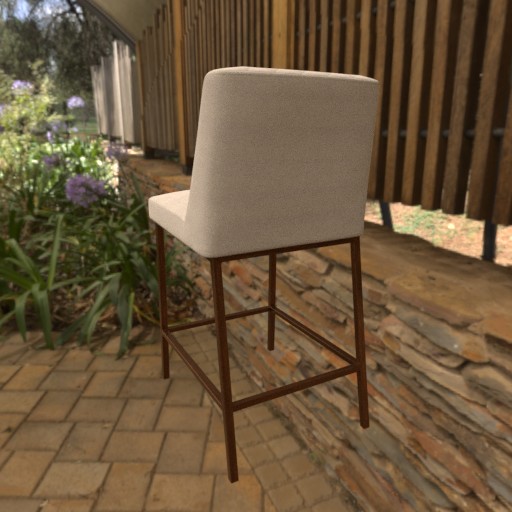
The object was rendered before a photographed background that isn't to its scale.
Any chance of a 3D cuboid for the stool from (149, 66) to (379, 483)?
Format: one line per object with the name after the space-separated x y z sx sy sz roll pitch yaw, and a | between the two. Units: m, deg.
0.000 0.000 1.319 0.507 0.973 0.576 -8 18 -28 | stool
